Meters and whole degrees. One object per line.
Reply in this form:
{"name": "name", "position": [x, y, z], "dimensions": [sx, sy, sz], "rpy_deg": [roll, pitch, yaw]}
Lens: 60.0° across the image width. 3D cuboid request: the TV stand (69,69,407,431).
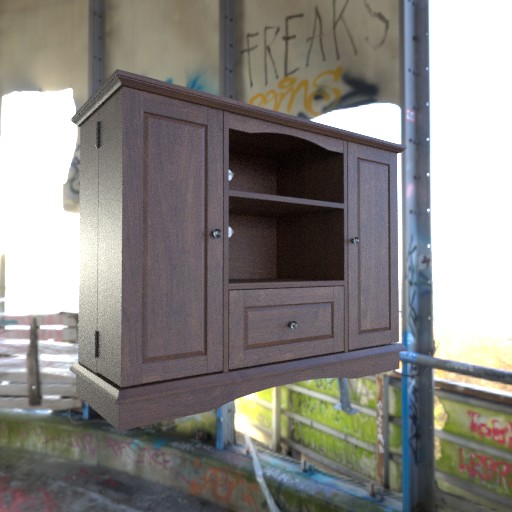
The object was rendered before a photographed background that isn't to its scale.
{"name": "TV stand", "position": [0.000, 0.000, 1.458], "dimensions": [1.067, 0.813, 0.406], "rpy_deg": [1, -2, -36]}
